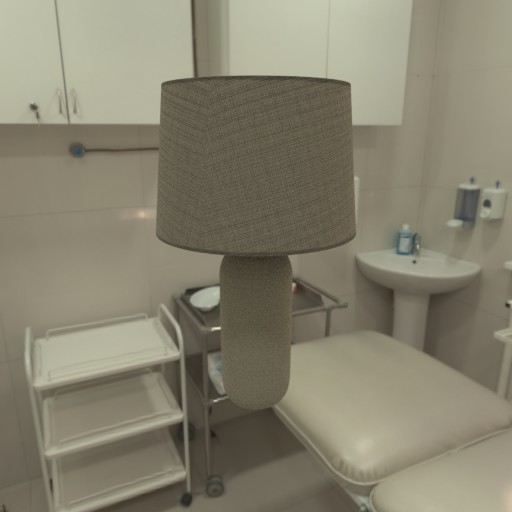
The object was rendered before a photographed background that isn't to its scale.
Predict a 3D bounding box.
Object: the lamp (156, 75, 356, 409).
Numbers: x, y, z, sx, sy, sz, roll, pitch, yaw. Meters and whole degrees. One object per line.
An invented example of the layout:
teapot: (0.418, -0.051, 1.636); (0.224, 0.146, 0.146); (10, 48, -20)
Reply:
lamp: (0.000, 0.000, 0.846); (0.367, 0.609, 0.367); (0, 16, 0)
